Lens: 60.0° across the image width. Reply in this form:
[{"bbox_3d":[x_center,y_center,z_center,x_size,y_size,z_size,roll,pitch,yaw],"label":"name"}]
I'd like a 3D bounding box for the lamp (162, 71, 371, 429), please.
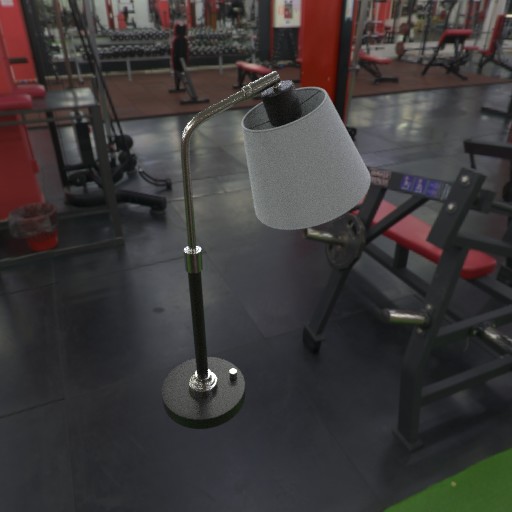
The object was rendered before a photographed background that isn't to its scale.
[{"bbox_3d":[0.000,0.000,0.697,0.348,0.539,0.181,-11,32,-18],"label":"lamp"}]
